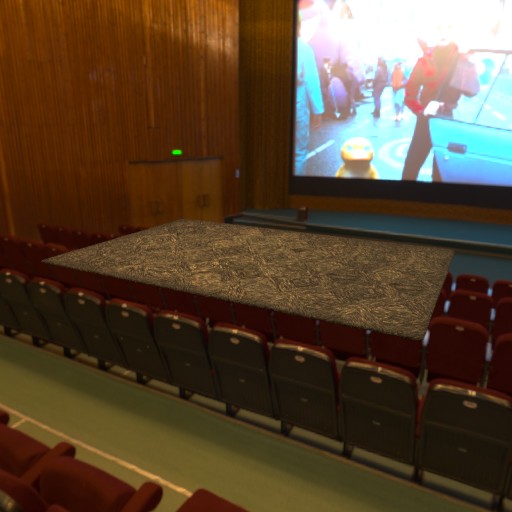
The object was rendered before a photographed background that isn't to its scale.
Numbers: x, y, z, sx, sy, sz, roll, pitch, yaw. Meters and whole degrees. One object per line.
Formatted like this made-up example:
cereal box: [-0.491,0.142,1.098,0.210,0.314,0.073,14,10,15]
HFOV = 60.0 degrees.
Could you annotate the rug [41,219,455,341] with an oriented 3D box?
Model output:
rug: [0.000,0.000,2.222,1.754,0.010,1.139,8,18,27]
